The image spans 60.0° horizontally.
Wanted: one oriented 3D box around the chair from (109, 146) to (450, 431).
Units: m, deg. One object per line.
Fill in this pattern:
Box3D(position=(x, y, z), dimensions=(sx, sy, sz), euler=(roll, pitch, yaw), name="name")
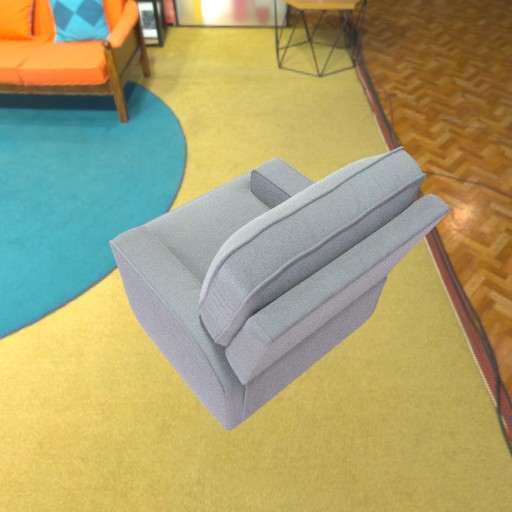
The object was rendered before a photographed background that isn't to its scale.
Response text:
Box3D(position=(0.000, 0.000, 1.693), dimensions=(0.861, 0.964, 0.969), euler=(-32, 54, -26), name="chair")
